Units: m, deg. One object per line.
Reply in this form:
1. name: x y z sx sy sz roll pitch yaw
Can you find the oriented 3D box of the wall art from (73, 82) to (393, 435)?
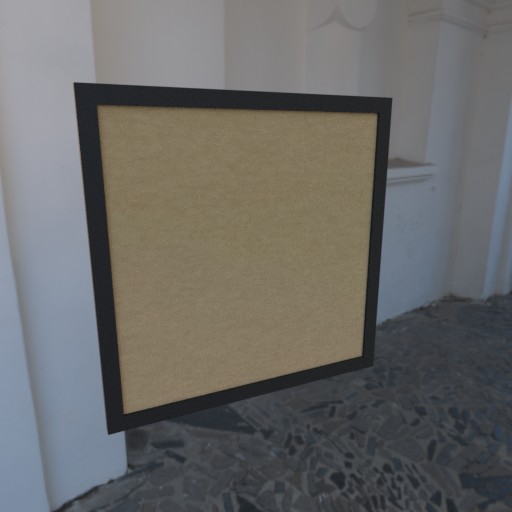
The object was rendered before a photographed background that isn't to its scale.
1. wall art: 0.000 0.000 0.511 0.358 0.357 0.012 -7 16 -24
